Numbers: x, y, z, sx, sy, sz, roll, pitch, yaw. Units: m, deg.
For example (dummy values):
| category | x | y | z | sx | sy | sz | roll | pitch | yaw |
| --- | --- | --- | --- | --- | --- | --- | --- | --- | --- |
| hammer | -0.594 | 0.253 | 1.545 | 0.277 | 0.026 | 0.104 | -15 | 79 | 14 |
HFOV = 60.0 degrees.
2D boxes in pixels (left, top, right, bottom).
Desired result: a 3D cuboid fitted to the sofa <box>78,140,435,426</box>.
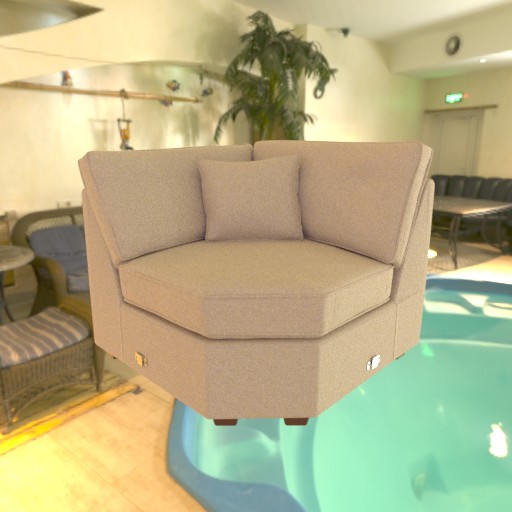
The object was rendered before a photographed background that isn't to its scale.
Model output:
| category | x | y | z | sx | sy | sz | roll | pitch | yaw |
| --- | --- | --- | --- | --- | --- | --- | --- | --- | --- |
| sofa | 0.000 | 0.000 | 1.845 | 1.050 | 0.937 | 1.042 | -14 | 20 | -43 |
